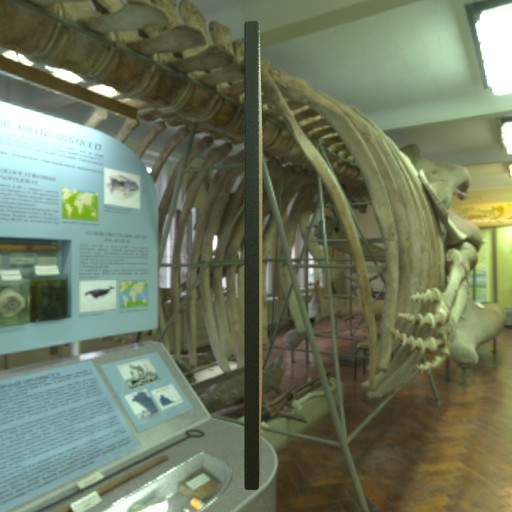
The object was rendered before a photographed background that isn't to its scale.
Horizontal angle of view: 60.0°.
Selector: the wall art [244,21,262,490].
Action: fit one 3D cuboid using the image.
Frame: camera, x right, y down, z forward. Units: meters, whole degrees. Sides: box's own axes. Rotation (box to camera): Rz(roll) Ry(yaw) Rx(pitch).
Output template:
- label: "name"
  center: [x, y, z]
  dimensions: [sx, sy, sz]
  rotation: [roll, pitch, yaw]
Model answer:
- label: "wall art"
  center: [0.000, 0.000, 0.789]
  dimensions: [0.018, 0.582, 0.481]
  rotation: [0, 0, 1]
